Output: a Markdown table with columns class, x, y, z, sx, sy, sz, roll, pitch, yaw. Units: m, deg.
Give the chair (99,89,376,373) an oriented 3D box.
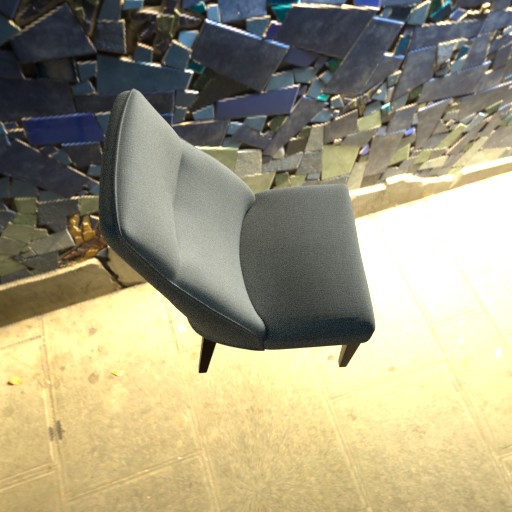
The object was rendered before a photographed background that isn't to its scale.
| class | x | y | z | sx | sy | sz | roll | pitch | yaw |
| --- | --- | --- | --- | --- | --- | --- | --- | --- | --- |
| chair | 0.000 | 0.000 | 1.273 | 0.620 | 0.930 | 0.500 | -3 | 62 | -2 |
